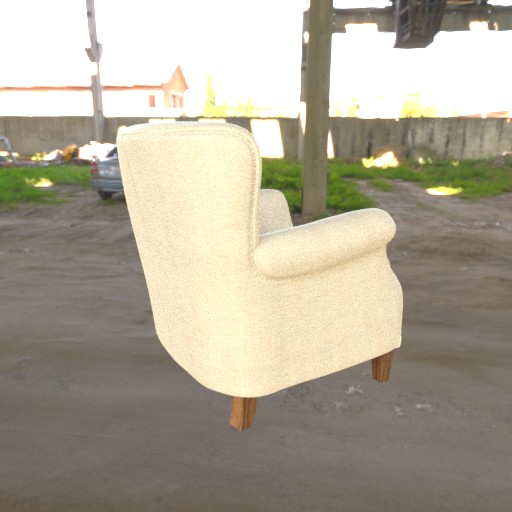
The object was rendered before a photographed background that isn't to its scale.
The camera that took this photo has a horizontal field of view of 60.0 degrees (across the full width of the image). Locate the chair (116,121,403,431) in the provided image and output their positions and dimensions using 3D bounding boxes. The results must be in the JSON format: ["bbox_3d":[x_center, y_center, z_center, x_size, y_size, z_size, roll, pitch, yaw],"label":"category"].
[{"bbox_3d":[0.000,0.000,1.658,0.921,0.936,0.861,-8,17,-27],"label":"chair"}]
